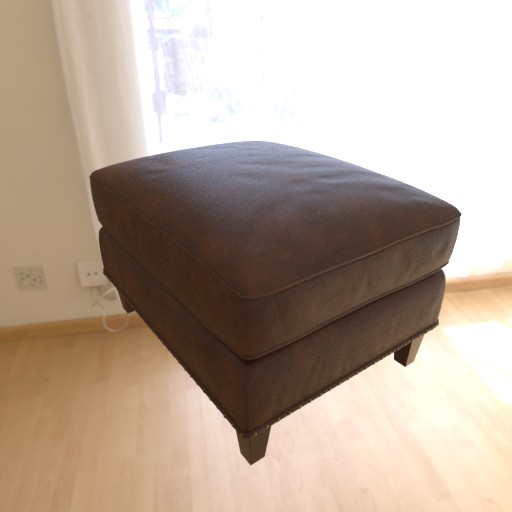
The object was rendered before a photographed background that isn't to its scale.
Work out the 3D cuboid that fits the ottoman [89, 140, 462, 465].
[{"bbox_3d":[0.000,0.000,1.129,0.586,0.486,0.742,-19,33,-31],"label":"ottoman"}]
